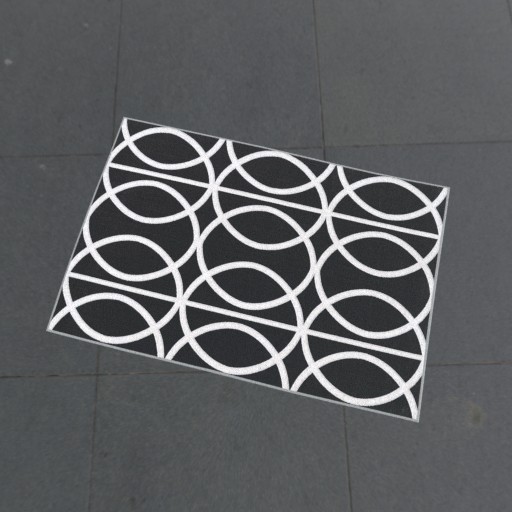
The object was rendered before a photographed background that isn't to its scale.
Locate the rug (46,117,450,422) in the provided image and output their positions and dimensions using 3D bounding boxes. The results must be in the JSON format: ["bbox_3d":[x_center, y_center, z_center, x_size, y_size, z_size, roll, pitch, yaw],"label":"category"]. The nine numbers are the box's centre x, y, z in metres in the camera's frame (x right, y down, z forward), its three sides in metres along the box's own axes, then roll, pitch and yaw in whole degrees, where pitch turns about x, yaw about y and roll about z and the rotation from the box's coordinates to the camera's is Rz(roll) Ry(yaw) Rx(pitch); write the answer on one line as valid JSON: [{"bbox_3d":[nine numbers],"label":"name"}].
[{"bbox_3d":[0.000,0.000,2.823,2.290,0.014,1.526,13,75,3],"label":"rug"}]
